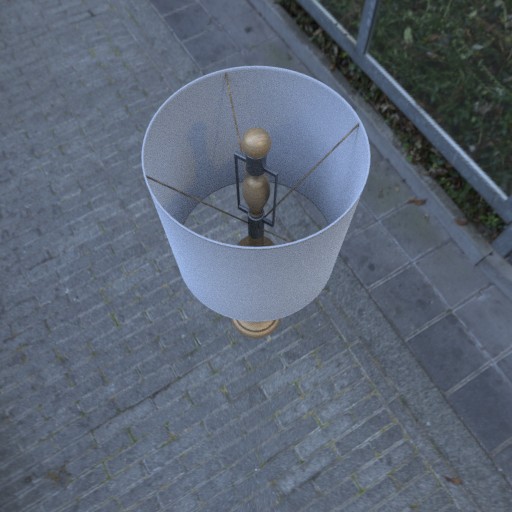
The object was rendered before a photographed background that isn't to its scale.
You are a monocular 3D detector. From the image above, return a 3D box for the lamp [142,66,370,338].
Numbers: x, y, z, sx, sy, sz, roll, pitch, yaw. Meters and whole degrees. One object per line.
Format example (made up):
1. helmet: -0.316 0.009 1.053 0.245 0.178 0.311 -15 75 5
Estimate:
1. lamp: 0.000 0.000 0.736 0.250 0.597 0.250 -16 65 -8
